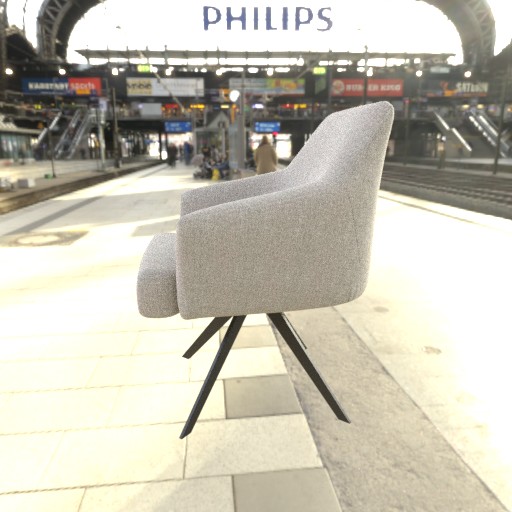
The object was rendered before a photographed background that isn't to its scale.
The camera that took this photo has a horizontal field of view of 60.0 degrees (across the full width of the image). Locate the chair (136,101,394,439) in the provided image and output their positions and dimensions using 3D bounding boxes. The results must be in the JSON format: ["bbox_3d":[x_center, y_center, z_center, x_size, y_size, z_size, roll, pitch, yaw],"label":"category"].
[{"bbox_3d":[0.000,0.000,1.356,0.677,0.874,0.642,-2,14,-8],"label":"chair"}]
